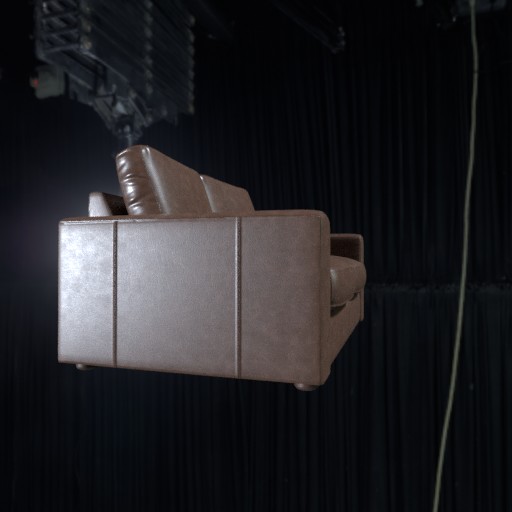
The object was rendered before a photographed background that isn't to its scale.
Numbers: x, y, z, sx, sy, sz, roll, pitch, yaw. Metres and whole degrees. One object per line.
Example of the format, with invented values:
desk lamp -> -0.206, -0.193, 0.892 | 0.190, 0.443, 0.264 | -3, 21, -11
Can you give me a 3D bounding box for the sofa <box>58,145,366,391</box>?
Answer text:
sofa -> 0.000, 0.000, 2.233 | 1.016, 0.873, 1.616 | 0, 0, 18
